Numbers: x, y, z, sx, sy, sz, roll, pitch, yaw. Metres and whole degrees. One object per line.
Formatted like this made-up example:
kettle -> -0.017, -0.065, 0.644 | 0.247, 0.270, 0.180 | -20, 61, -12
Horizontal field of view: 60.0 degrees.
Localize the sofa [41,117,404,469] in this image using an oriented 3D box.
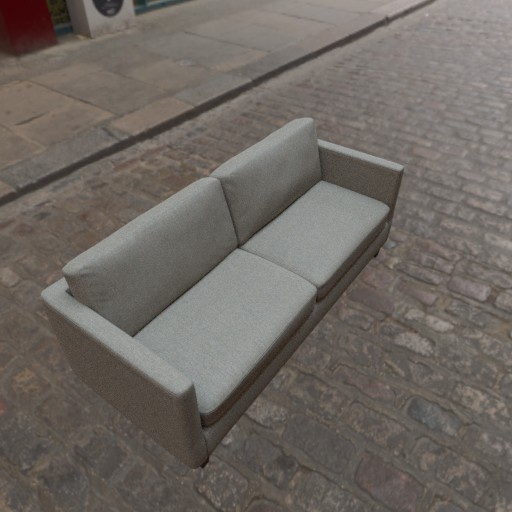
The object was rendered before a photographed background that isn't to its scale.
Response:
sofa -> 0.000, 0.000, 2.703 | 0.956, 0.963, 2.208 | 26, 47, 27
